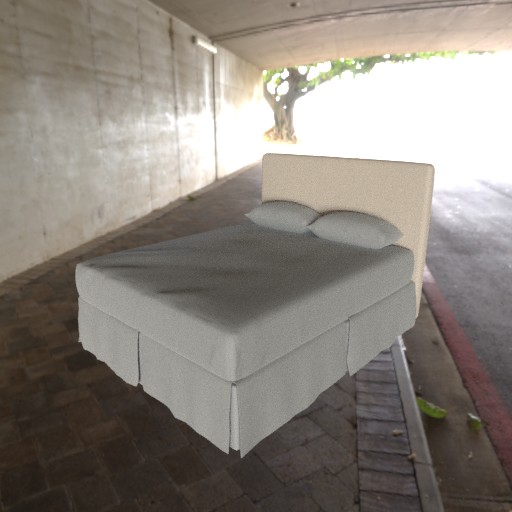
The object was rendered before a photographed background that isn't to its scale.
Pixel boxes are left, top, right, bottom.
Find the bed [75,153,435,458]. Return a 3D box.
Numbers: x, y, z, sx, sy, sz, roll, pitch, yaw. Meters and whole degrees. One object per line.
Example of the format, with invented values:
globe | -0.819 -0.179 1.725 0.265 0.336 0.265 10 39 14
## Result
bed | 0.000 0.000 3.291 1.748 1.330 2.142 15 23 41
